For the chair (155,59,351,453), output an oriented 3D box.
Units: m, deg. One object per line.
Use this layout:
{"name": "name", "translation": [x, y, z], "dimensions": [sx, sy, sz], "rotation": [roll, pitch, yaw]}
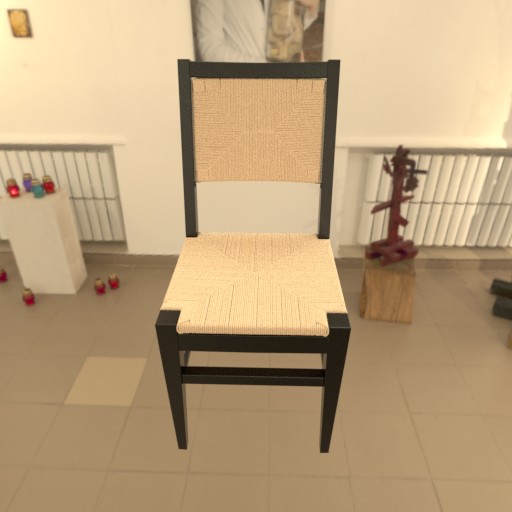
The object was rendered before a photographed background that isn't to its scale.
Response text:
{"name": "chair", "translation": [0.000, 0.000, 1.199], "dimensions": [0.437, 0.927, 0.552], "rotation": [1, 30, 1]}
